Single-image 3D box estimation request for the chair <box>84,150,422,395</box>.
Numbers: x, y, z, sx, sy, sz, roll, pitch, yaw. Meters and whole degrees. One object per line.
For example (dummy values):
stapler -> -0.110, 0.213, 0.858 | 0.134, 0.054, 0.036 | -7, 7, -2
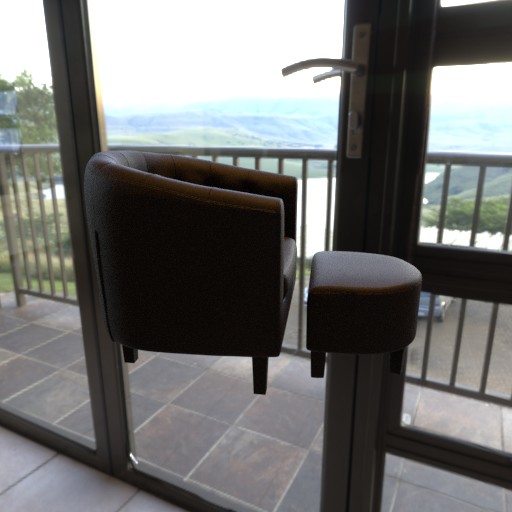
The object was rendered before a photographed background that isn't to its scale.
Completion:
chair -> 0.000, 0.000, 1.657 | 1.191, 0.760, 0.763 | 2, 16, 8
